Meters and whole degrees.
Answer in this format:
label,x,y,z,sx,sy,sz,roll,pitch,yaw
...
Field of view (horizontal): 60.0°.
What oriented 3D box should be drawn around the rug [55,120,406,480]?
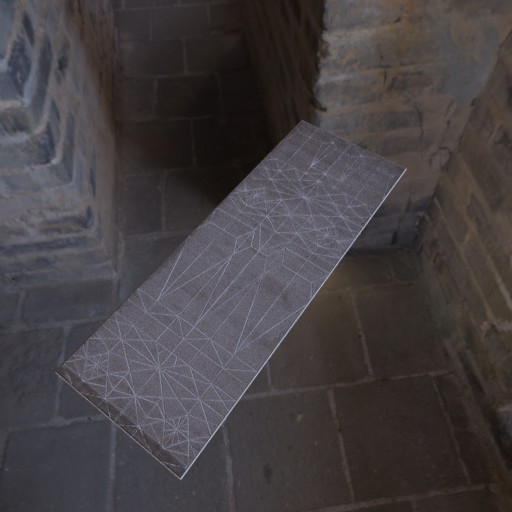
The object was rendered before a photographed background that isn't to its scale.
label,x,y,z,sx,sy,sz,roll,pitch,yaw
rug,0.000,0.000,2.695,0.864,0.012,2.388,31,62,18
